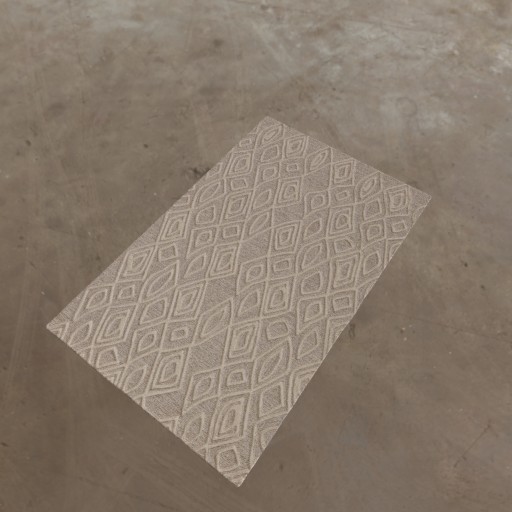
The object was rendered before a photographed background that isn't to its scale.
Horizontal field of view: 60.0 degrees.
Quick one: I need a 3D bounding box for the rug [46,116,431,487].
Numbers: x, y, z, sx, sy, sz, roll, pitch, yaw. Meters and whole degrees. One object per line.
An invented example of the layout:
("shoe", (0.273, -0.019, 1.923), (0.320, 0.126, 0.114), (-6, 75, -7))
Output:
("rug", (0.000, 0.000, 3.086), (1.546, 0.010, 2.442), (32, 63, 18))
